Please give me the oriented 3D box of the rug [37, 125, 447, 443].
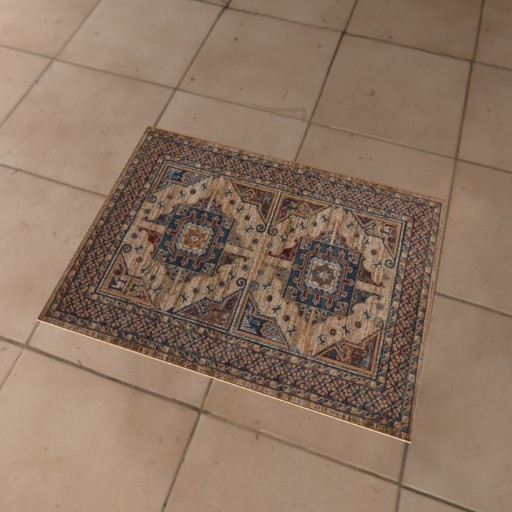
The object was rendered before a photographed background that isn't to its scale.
[{"bbox_3d":[0.000,0.000,2.832,2.227,0.008,1.611,16,64,8],"label":"rug"}]
